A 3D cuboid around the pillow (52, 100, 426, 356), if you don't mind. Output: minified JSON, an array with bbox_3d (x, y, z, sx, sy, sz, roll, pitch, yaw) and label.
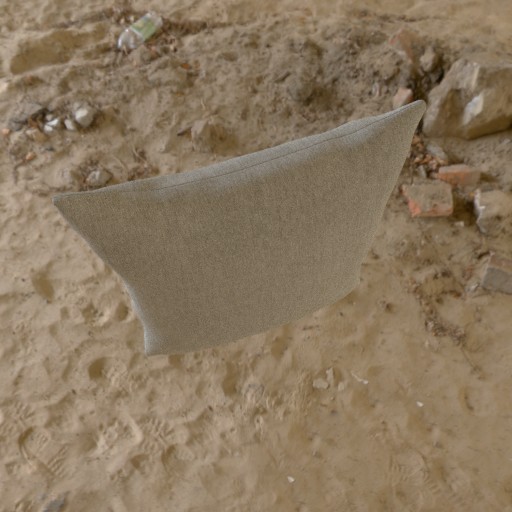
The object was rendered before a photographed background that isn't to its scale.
[{"bbox_3d":[0.000,0.000,0.666,0.433,0.436,0.173,-17,61,-10],"label":"pillow"}]
